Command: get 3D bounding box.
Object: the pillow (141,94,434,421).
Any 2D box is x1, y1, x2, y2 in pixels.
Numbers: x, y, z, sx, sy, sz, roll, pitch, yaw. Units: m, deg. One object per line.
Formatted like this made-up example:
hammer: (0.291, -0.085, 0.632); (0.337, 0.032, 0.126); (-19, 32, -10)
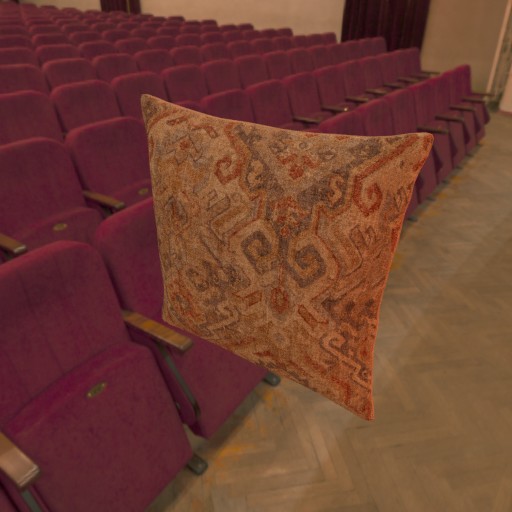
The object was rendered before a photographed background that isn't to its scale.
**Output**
pillow: (0.000, 0.000, 0.793); (0.523, 0.506, 0.166); (19, 34, 30)
